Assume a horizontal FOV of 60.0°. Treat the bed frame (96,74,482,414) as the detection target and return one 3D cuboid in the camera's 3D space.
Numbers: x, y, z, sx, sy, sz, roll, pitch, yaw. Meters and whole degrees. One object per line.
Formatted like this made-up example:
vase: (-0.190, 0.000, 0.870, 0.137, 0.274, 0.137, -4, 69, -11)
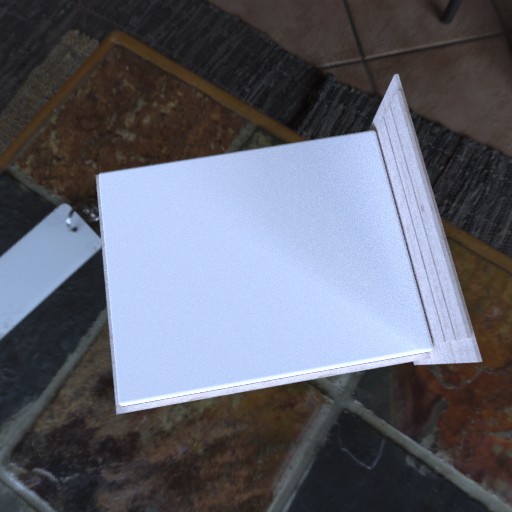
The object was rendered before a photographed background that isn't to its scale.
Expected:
bed frame: (0.000, 0.000, 2.923, 2.080, 0.970, 1.750, -9, 76, -2)
